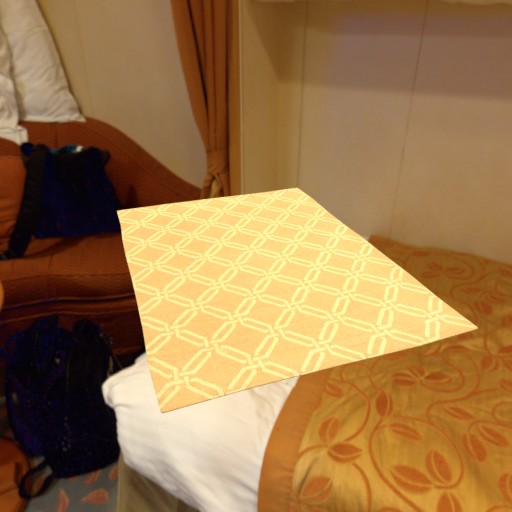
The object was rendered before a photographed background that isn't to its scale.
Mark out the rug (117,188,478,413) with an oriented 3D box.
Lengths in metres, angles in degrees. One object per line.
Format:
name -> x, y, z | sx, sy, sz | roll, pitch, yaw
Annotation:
rug -> 0.000, 0.000, 4.415 | 2.452, 0.020, 3.365 | -10, 30, -17
